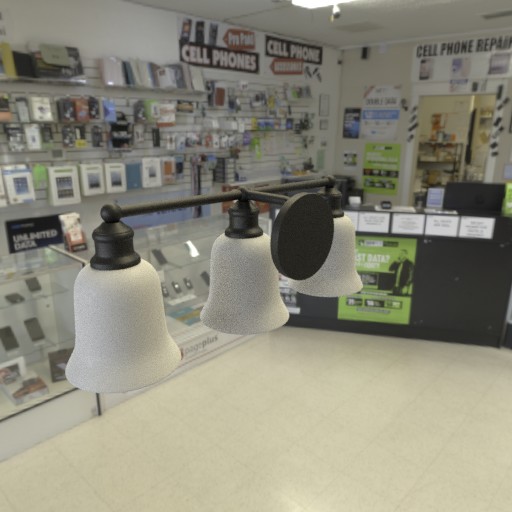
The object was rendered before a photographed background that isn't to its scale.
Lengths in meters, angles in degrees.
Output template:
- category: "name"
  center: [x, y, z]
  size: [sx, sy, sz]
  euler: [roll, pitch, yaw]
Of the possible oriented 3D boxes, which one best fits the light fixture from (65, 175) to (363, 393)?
- category: "light fixture"
  center: [0.000, 0.000, 0.673]
  size: [0.570, 0.211, 0.198]
  euler: [-16, 23, -42]
